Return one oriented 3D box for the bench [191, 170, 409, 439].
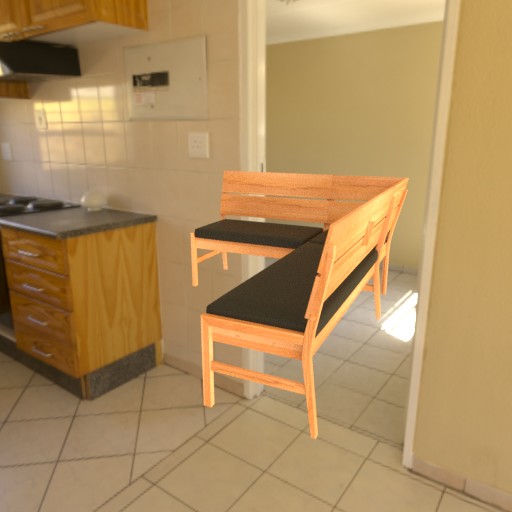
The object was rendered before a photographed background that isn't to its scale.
[{"bbox_3d":[0.000,0.000,2.838,1.548,0.890,1.948,7,17,25],"label":"bench"}]
